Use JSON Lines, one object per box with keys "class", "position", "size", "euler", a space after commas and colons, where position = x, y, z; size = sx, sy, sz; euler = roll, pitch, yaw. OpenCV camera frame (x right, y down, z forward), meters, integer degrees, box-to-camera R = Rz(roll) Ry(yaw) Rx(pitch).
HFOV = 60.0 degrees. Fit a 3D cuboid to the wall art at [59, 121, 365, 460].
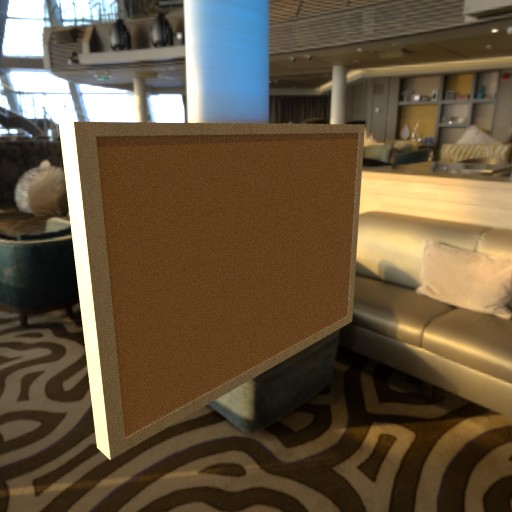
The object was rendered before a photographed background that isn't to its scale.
{"class": "wall art", "position": [0.000, 0.000, 0.664], "size": [0.032, 0.380, 0.532], "euler": [15, 22, 41]}
